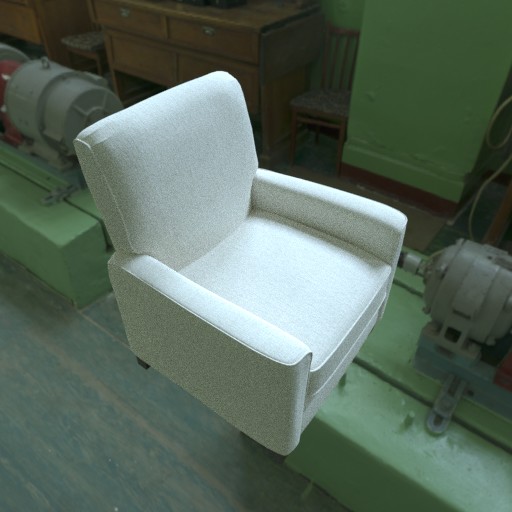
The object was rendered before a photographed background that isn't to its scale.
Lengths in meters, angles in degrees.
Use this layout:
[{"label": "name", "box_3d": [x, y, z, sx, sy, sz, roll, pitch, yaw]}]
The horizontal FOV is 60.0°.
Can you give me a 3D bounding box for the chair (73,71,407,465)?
[{"label": "chair", "box_3d": [0.000, 0.000, 1.601, 0.858, 1.028, 0.841, 25, 47, 26]}]
